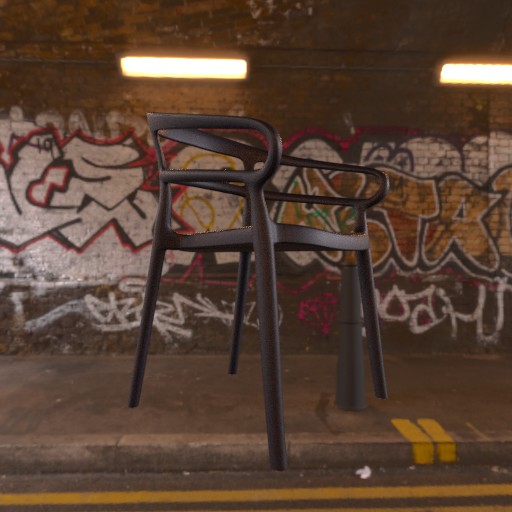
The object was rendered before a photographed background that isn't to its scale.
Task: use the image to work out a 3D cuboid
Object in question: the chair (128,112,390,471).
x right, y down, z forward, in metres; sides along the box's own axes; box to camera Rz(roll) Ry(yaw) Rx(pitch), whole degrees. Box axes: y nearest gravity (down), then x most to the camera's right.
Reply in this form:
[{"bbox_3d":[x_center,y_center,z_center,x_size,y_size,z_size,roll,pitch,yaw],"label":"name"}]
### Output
[{"bbox_3d":[0.000,0.000,1.126,0.527,0.761,0.559,0,0,37],"label":"chair"}]
